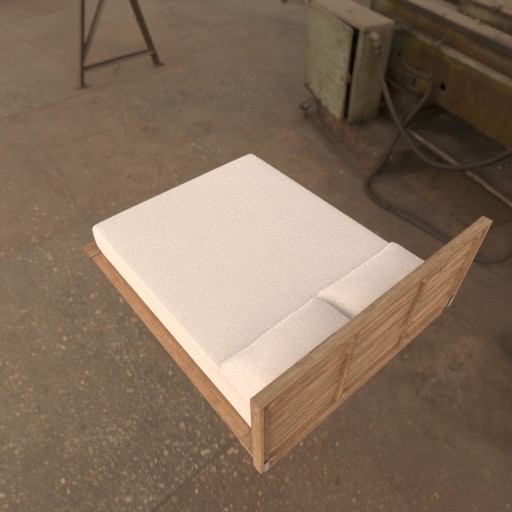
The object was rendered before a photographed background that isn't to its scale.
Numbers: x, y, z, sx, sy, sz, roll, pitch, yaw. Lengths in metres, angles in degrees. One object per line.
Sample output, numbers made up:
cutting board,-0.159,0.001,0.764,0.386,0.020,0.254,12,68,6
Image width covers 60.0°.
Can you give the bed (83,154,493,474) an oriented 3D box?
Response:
bed,0.000,0.000,3.095,1.759,1.071,2.145,-31,53,-27
